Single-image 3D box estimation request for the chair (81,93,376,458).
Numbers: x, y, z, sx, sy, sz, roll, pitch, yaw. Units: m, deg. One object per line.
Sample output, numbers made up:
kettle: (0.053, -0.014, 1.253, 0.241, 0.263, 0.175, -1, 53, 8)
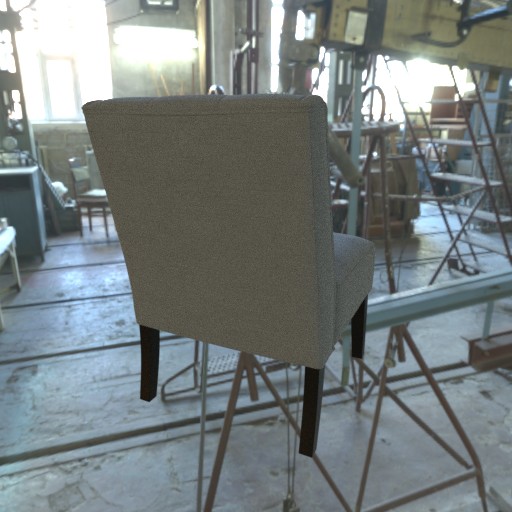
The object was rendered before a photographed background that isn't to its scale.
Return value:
chair: (0.000, 0.000, 1.282, 0.569, 0.853, 0.676, 8, 19, 25)
